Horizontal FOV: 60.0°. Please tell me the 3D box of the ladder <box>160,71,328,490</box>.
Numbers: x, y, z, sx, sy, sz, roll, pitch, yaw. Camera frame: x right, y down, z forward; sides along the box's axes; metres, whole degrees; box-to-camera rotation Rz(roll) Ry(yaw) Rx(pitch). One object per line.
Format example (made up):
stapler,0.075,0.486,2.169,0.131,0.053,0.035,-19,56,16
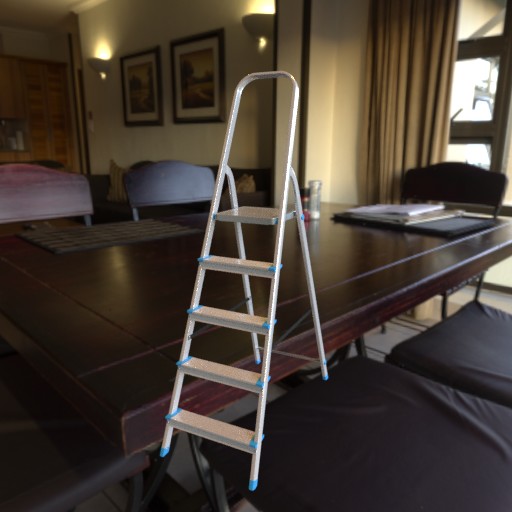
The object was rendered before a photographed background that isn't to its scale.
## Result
ladder,0.000,0.000,2.087,0.468,1.648,0.990,7,16,25
